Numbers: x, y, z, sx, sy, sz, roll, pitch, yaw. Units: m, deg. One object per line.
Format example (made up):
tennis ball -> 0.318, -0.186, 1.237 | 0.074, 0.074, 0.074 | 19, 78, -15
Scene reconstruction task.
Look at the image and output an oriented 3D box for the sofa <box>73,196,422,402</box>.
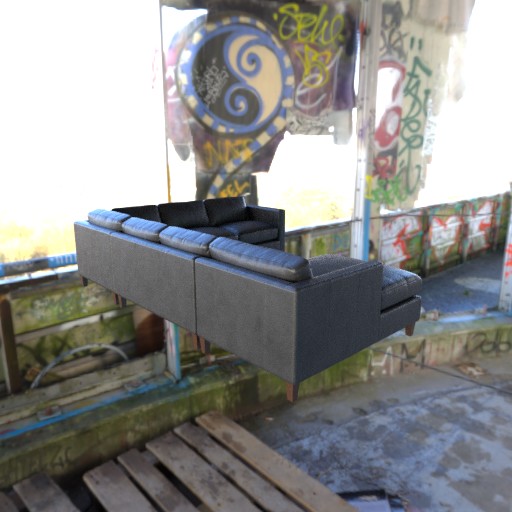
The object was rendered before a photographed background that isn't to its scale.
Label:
sofa -> 0.000, 0.000, 4.586 | 2.452, 0.891, 3.324 | -12, 18, -41
